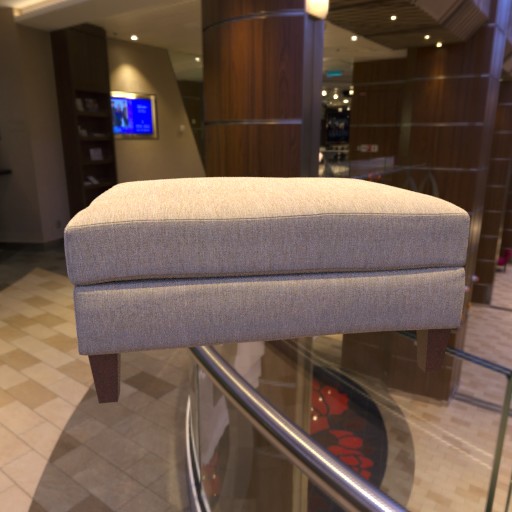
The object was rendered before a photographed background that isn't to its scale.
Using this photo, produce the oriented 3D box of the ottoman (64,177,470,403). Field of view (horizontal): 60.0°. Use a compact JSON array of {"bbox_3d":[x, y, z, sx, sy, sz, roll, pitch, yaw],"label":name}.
[{"bbox_3d":[0.000,0.000,1.438,0.976,0.492,0.836,-3,15,-9],"label":"ottoman"}]
